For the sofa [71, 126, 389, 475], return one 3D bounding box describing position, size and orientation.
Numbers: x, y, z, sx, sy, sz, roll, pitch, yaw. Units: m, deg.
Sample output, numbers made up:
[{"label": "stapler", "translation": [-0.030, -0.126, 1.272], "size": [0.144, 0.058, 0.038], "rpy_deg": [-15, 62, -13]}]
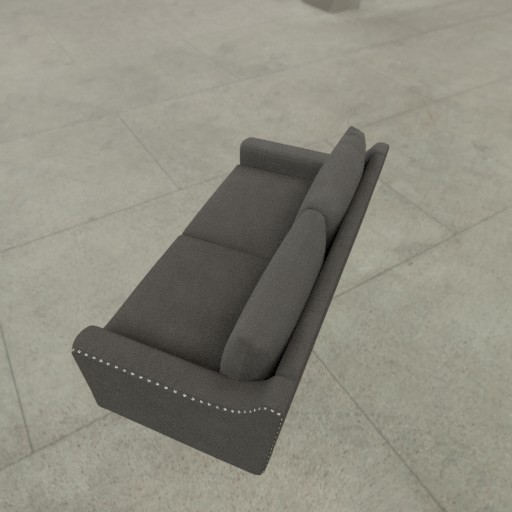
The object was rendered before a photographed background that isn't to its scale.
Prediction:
[{"label": "sofa", "translation": [0.000, 0.000, 3.293], "size": [1.336, 1.196, 2.550], "rpy_deg": [17, 47, 16]}]
